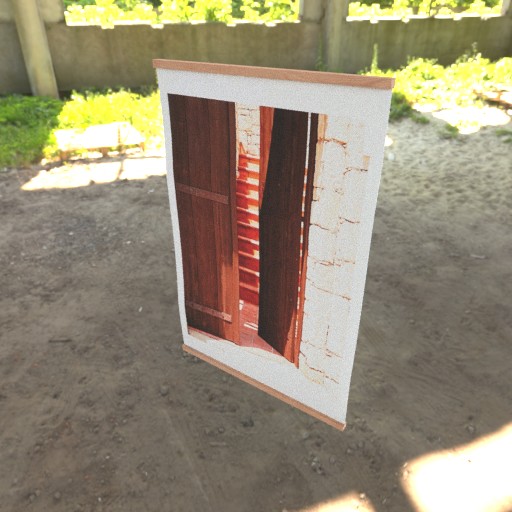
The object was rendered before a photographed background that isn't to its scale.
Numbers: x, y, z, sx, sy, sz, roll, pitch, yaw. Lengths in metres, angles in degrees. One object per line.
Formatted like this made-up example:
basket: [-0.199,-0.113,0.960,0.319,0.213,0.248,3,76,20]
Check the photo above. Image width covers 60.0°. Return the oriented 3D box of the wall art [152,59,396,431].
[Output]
wall art: [0.000,0.000,0.645,0.332,0.508,0.012,19,34,30]
